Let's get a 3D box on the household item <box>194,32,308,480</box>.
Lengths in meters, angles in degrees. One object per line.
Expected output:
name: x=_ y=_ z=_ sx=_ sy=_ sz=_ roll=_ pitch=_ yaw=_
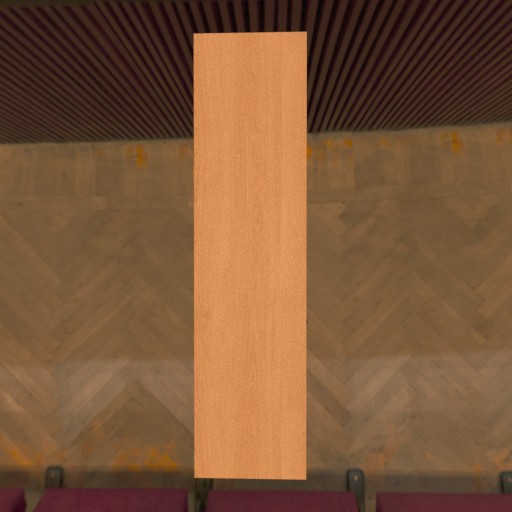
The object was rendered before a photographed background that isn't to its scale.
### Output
household item: x=0.000 y=0.000 z=1.796 sx=0.400 sy=0.600 sz=1.550 roll=0 pitch=91 yaw=2
